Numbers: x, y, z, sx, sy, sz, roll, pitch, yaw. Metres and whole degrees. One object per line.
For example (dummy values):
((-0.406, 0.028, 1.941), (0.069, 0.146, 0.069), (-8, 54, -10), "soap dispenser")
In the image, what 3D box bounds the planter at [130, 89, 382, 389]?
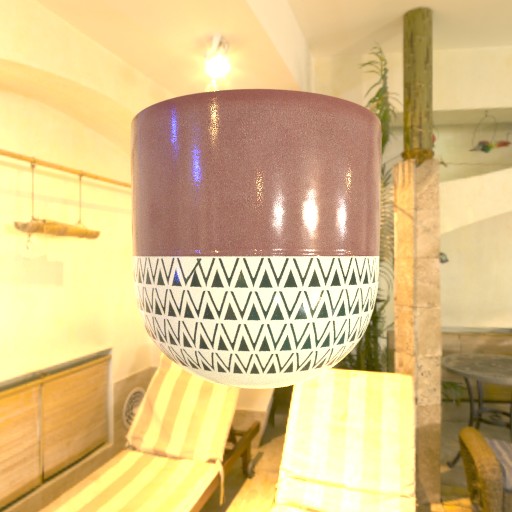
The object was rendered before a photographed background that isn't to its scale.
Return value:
((0.000, 0.000, 0.488), (0.266, 0.270, 0.266), (0, 0, 0), "planter")
